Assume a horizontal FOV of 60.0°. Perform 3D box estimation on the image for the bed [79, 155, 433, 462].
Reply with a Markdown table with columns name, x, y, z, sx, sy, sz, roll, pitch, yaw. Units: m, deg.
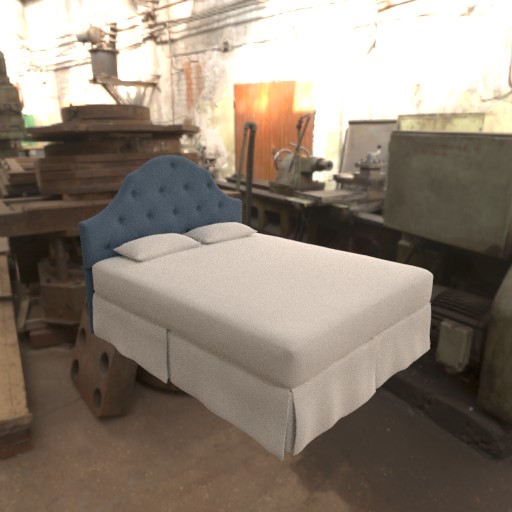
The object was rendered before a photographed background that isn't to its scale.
| name | x | y | z | sx | sy | sz | roll | pitch | yaw |
| --- | --- | --- | --- | --- | --- | --- | --- | --- | --- |
| bed | 0.000 | 0.000 | 3.839 | 2.477 | 1.617 | 2.039 | 15 | 21 | 42 |
